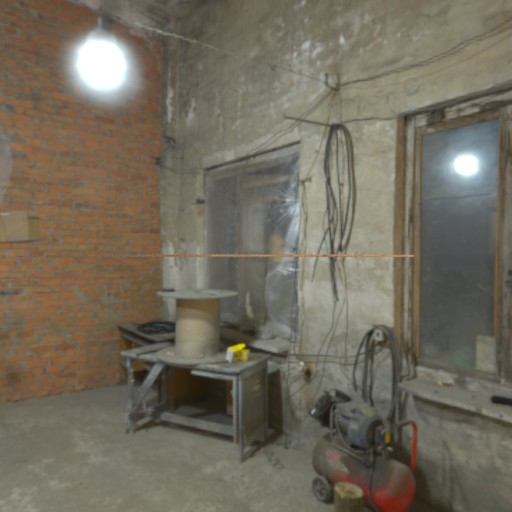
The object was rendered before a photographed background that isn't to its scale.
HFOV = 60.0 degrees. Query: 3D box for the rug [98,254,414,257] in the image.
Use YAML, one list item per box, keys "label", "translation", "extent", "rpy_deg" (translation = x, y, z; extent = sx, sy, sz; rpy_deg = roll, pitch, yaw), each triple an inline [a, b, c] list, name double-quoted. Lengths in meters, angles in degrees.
- label: "rug"
  translation: [0.000, 0.000, 3.647]
  extent: [2.444, 0.015, 2.444]
  rpy_deg: [0, 0, 0]
